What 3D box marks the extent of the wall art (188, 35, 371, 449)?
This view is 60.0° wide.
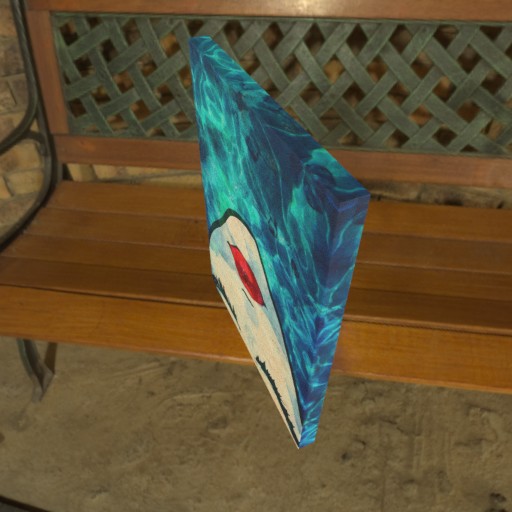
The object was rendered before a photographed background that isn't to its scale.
[{"bbox_3d":[0.000,0.000,0.847,0.038,0.635,0.508,-18,48,-17],"label":"wall art"}]
